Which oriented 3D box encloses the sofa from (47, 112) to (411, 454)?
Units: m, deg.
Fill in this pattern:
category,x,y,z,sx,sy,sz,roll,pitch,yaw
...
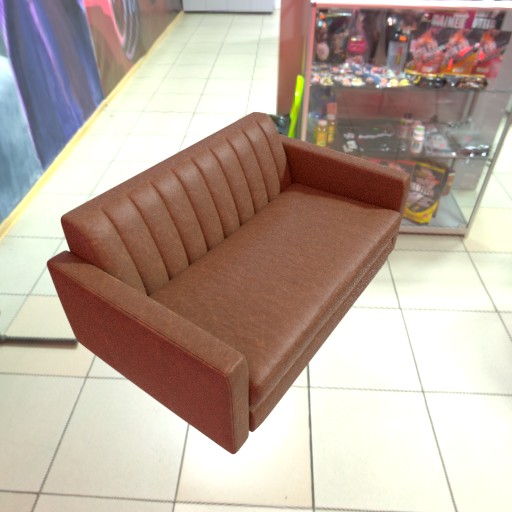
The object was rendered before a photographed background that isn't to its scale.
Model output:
category,x,y,z,sx,sy,sz,roll,pitch,yaw
sofa,0.000,0.000,2.150,0.960,0.820,1.549,25,46,27
